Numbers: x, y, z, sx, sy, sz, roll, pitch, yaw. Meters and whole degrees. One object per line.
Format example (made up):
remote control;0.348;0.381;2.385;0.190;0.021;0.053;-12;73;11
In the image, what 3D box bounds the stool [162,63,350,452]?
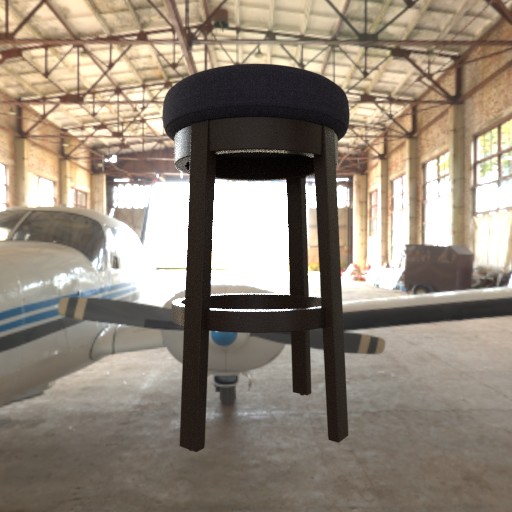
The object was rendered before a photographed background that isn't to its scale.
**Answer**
stool;0.000;0.000;1.036;0.446;0.758;0.446;0;0;0
